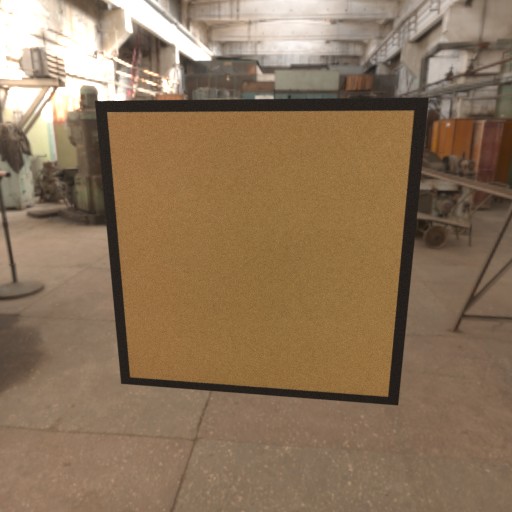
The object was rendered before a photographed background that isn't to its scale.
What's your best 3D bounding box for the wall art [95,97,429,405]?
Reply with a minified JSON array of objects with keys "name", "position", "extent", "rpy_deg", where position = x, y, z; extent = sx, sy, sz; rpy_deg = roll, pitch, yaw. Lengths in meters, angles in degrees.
[{"name":"wall art","position":[0.000,0.000,0.458],"extent":[0.305,0.304,0.033],"rpy_deg":[2,16,7]}]
